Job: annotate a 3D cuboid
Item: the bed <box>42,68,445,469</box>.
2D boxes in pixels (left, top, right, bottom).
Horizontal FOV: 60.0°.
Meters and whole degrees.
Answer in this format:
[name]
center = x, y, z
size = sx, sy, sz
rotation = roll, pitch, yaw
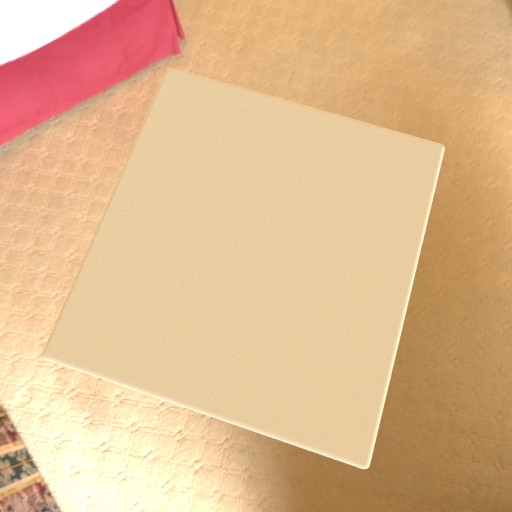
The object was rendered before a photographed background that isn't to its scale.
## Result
[bed]
center = 0.000, 0.000, 2.976
size = 1.930, 0.616, 2.049
rotation = 17, 76, 5
